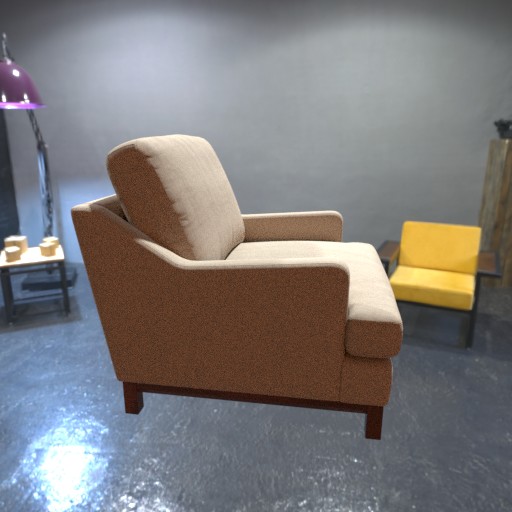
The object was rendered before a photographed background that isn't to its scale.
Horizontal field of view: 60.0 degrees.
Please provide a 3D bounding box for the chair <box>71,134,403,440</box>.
[{"bbox_3d":[0.000,0.000,1.732,1.001,0.916,0.912,3,16,9],"label":"chair"}]
